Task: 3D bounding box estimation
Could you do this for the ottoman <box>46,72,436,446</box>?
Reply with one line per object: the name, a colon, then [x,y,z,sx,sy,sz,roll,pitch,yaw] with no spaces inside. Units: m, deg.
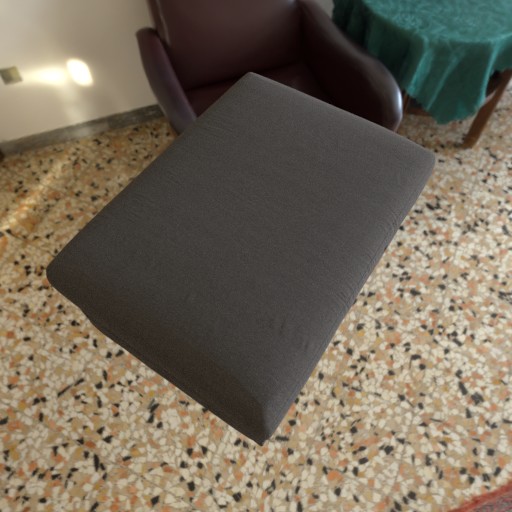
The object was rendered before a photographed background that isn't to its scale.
ottoman: [0.000,0.000,1.150,0.569,0.500,0.771,30,64,17]
